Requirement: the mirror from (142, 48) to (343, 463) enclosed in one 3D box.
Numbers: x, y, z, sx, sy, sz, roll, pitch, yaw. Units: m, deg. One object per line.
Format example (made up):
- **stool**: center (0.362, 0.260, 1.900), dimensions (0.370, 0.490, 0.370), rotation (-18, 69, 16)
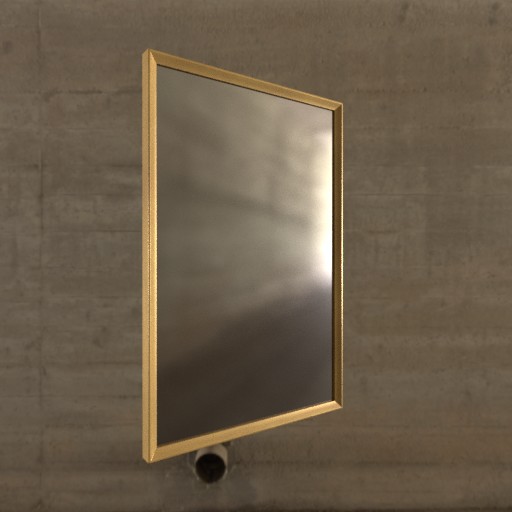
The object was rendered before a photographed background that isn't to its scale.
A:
- **mirror**: center (0.000, 0.000, 1.168), dimensions (0.609, 0.915, 0.041), rotation (0, 0, -35)
